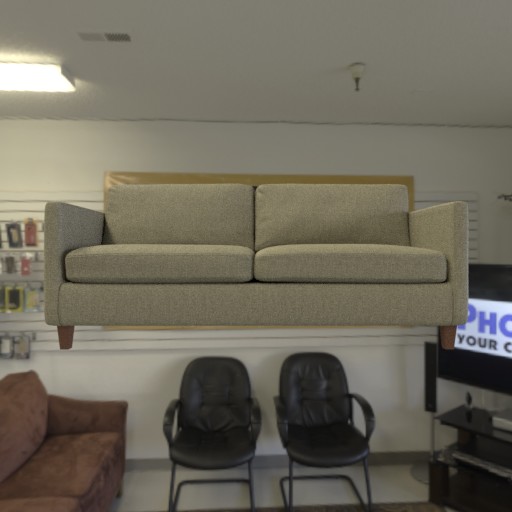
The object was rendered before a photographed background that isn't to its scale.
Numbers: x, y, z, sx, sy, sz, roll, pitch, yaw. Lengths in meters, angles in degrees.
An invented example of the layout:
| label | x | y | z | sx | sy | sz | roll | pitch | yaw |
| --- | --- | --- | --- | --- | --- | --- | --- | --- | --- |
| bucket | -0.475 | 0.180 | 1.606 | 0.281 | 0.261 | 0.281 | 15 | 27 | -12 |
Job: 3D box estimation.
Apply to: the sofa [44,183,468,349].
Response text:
| label | x | y | z | sx | sy | sz | roll | pitch | yaw |
| --- | --- | --- | --- | --- | --- | --- | --- | --- | --- |
| sofa | 0.000 | 0.000 | 2.714 | 2.208 | 0.960 | 0.956 | 0 | 1 | 0 |
